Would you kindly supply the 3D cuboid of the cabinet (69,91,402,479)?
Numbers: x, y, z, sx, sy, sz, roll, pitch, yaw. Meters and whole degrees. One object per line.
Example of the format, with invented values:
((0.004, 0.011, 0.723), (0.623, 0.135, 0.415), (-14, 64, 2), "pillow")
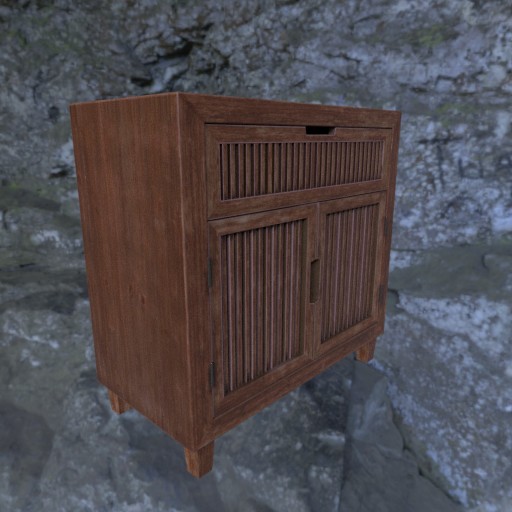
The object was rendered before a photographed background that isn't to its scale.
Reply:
((0.000, 0.000, 1.237), (0.412, 0.785, 0.796), (14, 20, 42), "cabinet")
